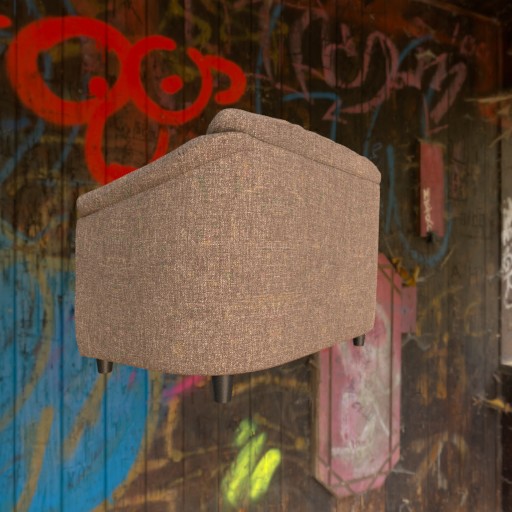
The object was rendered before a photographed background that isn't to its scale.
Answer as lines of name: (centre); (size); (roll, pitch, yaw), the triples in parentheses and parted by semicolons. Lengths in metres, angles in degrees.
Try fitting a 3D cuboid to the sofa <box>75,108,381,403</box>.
sofa: (0.000, 0.000, 1.944); (0.799, 0.895, 1.404); (0, 0, 36)
